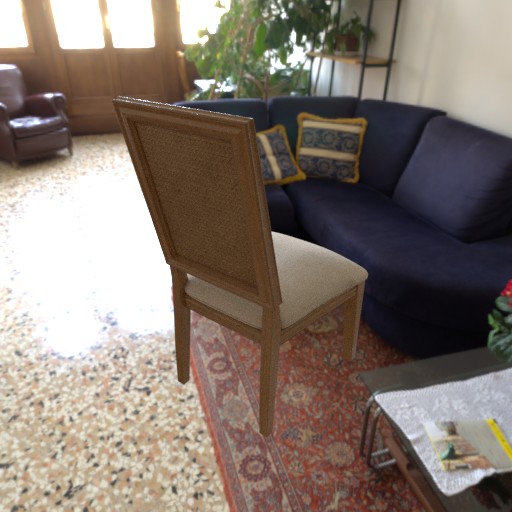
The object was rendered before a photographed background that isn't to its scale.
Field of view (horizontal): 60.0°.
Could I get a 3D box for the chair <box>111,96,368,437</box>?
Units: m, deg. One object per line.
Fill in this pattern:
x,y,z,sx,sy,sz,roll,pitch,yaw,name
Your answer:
0.000,0.000,1.394,0.536,0.988,0.601,20,35,32,chair
